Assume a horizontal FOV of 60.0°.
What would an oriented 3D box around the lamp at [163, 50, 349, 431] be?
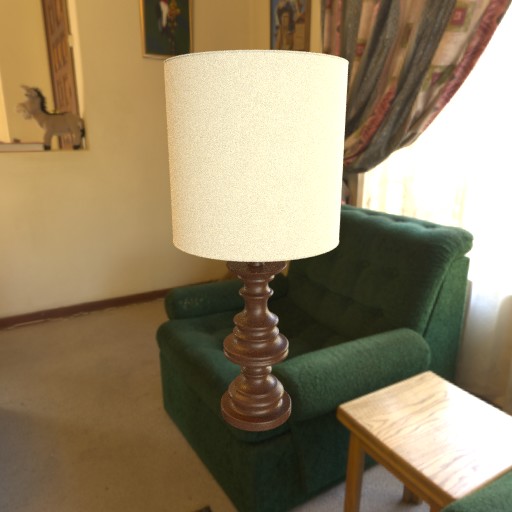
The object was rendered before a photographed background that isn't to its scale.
[{"bbox_3d":[0.000,0.000,0.572,0.208,0.455,0.208,15,22,42],"label":"lamp"}]
